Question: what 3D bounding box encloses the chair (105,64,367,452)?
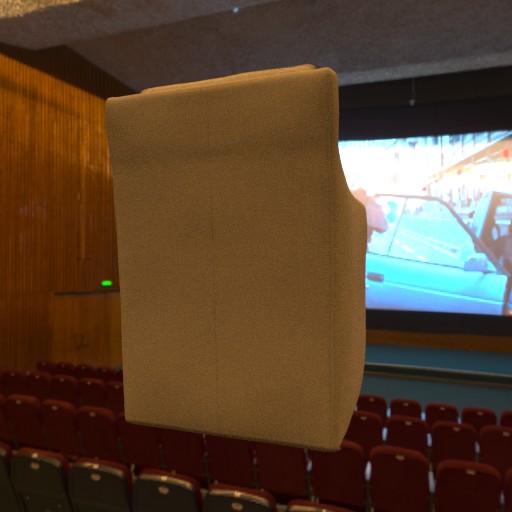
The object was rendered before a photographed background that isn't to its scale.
[{"bbox_3d":[0.000,0.000,1.352,0.626,0.914,0.694,0,0,19],"label":"chair"}]
